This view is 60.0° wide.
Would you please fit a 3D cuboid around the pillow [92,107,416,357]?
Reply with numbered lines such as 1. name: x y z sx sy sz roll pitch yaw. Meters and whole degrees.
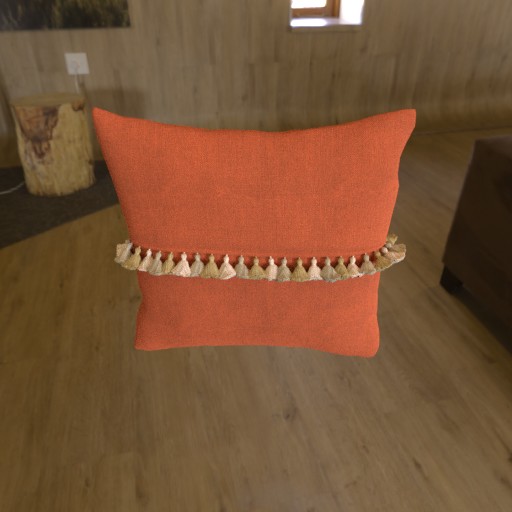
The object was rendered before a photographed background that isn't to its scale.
1. pillow: 0.000 0.000 0.750 0.490 0.482 0.165 1 32 2
